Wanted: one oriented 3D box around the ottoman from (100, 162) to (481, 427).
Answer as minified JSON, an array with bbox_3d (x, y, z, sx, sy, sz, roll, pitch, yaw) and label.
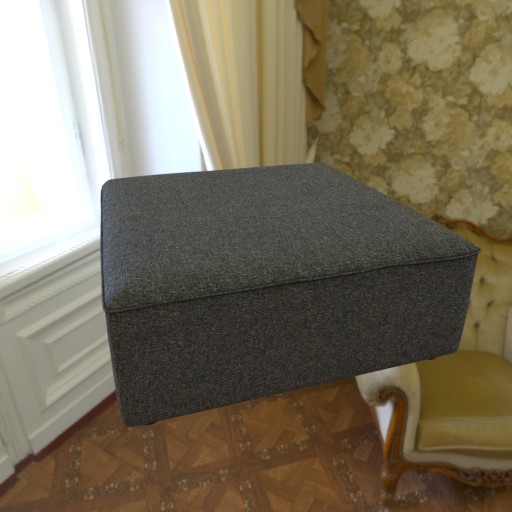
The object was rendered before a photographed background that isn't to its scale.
[{"bbox_3d":[0.000,0.000,1.571,1.017,0.423,1.021,-8,27,-15],"label":"ottoman"}]
